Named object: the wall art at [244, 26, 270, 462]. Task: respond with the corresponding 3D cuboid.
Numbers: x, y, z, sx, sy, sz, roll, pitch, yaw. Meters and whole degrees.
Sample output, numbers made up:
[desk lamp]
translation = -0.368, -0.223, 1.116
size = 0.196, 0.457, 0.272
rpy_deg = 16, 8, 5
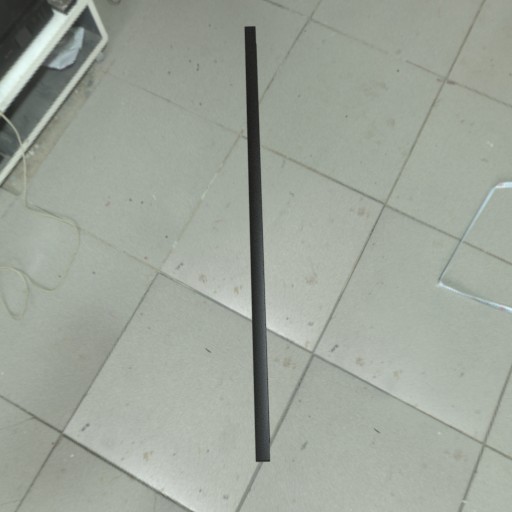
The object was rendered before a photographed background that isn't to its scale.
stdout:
[wall art]
translation = 0.000, 0.000, 0.577
size = 0.013, 0.306, 0.440
rpy_deg = -2, 75, 0
